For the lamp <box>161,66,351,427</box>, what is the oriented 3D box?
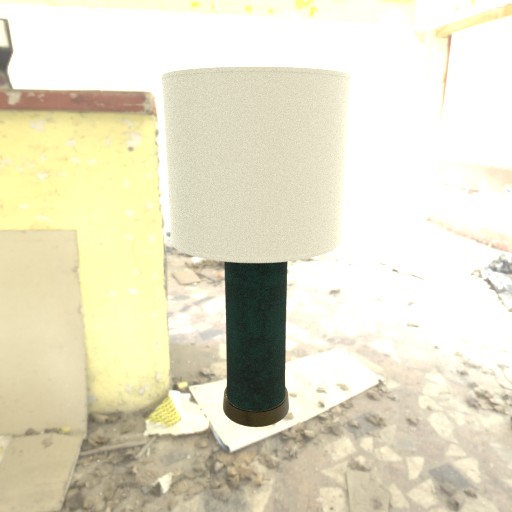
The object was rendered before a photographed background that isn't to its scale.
[{"bbox_3d":[0.000,0.000,0.802,0.301,0.630,0.301,3,17,9],"label":"lamp"}]
